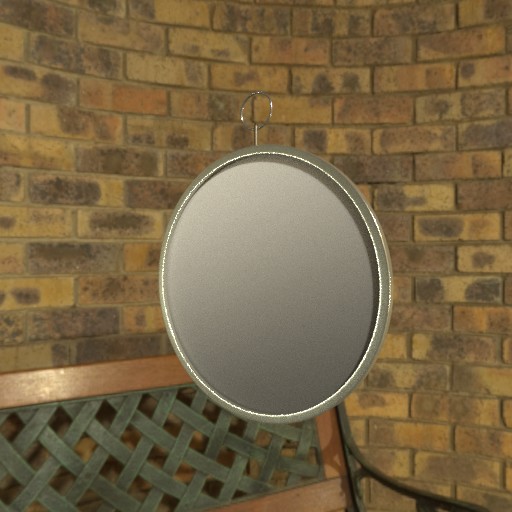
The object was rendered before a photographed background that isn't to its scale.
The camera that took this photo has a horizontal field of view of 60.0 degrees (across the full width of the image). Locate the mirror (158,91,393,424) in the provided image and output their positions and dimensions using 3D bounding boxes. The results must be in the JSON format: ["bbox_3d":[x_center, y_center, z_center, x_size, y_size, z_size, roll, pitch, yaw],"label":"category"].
[{"bbox_3d":[0.000,0.000,0.964,0.594,0.713,0.020,0,0,35],"label":"mirror"}]
